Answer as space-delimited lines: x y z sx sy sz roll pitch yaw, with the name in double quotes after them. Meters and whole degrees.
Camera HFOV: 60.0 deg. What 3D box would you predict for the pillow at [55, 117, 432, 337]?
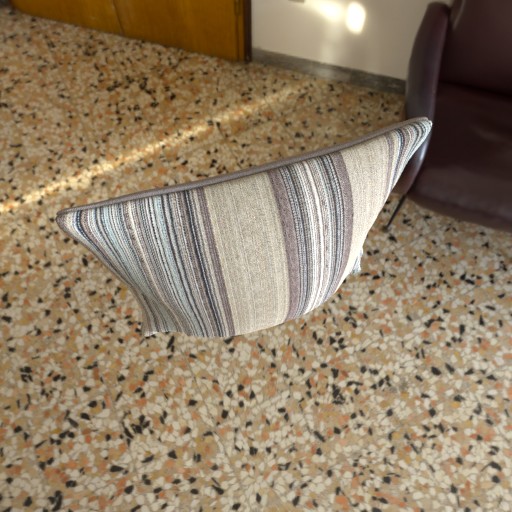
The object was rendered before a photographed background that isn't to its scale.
0.000 0.000 0.661 0.435 0.416 0.189 -16 64 -8 "pillow"
